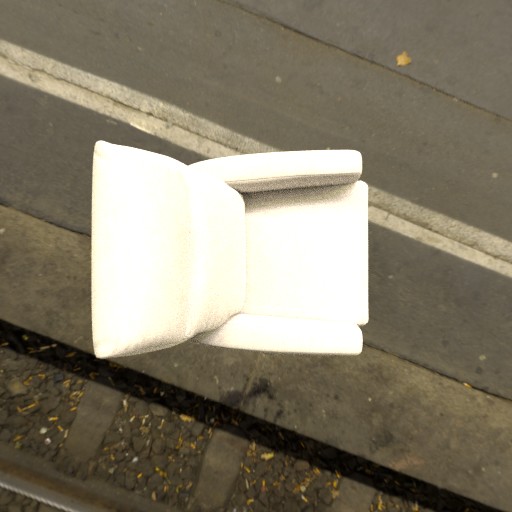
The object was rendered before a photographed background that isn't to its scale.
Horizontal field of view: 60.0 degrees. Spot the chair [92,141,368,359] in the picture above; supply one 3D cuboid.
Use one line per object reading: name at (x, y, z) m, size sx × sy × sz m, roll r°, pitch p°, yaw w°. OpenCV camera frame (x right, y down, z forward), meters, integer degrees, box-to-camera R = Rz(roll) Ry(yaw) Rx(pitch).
chair at (0.000, 0.000, 1.683) m, size 0.941 × 1.015 × 0.812 m, roll 0°, pitch 89°, yaw -2°
